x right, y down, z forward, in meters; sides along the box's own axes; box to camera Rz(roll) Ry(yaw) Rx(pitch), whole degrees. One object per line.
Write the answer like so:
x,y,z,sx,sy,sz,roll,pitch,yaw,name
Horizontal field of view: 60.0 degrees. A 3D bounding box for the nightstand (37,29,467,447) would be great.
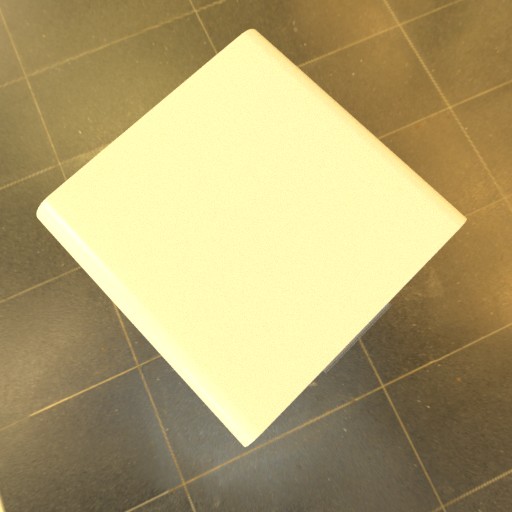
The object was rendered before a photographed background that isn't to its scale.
0.000,0.000,0.768,0.399,0.447,0.404,-43,81,-9,nightstand
